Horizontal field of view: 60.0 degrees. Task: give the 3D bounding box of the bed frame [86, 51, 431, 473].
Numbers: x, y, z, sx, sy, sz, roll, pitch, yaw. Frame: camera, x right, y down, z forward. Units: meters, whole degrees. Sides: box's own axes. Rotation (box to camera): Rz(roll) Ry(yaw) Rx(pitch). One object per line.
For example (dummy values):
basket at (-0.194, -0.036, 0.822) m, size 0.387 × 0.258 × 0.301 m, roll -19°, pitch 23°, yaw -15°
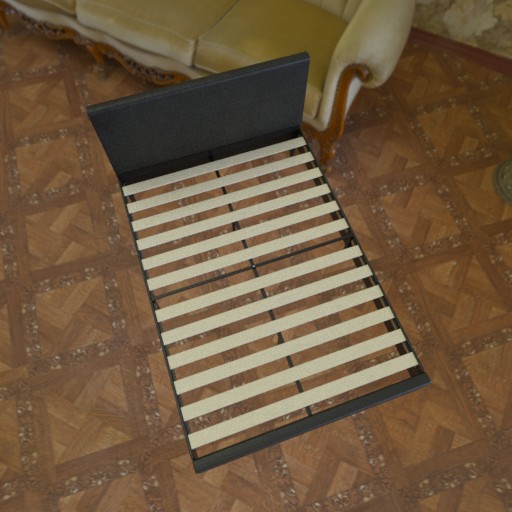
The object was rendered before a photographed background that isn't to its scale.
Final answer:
bed frame at (0.000, 0.000, 2.848) m, size 1.469 × 1.046 × 2.152 m, roll -18°, pitch 65°, yaw -8°
